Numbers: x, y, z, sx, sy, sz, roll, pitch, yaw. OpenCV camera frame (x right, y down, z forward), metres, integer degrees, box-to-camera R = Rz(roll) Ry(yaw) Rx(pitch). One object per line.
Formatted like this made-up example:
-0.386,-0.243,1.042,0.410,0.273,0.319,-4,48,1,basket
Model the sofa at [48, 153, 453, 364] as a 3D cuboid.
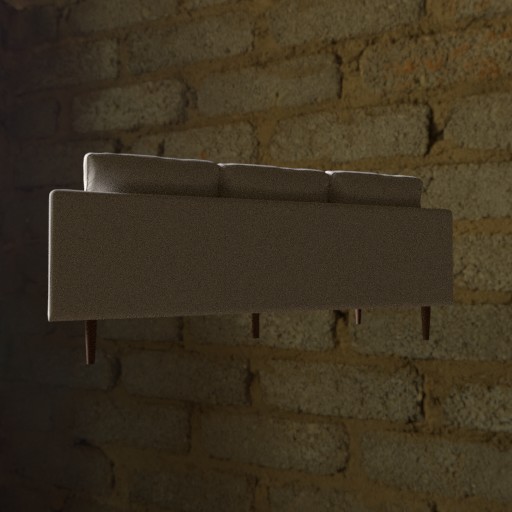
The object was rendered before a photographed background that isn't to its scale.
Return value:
0.000,0.000,2.461,2.029,0.912,0.802,0,-1,-19,sofa
